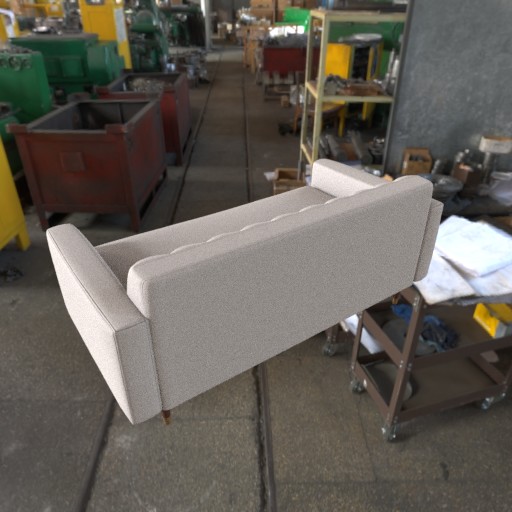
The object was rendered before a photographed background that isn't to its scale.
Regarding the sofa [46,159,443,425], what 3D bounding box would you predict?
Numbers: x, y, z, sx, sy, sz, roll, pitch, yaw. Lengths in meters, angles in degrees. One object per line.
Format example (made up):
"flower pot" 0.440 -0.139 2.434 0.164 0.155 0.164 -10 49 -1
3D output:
"sofa" 0.000 0.000 2.418 1.895 0.814 0.969 -20 36 -30
